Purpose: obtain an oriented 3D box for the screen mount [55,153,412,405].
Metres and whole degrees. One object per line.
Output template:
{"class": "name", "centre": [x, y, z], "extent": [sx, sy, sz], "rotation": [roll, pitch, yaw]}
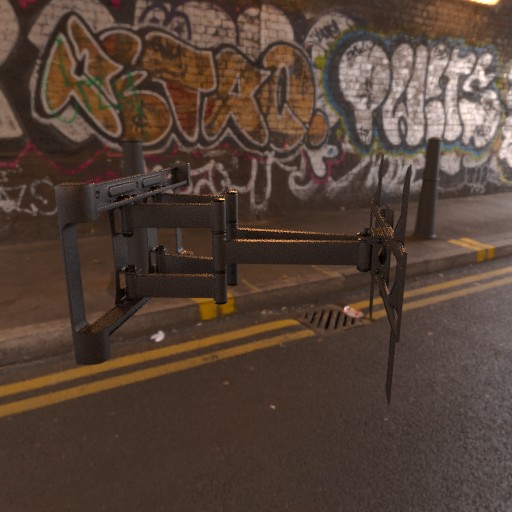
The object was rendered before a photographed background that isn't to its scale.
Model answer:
{"class": "screen mount", "centre": [0.000, 0.000, 1.121], "extent": [0.644, 0.491, 0.661], "rotation": [3, 16, 9]}
